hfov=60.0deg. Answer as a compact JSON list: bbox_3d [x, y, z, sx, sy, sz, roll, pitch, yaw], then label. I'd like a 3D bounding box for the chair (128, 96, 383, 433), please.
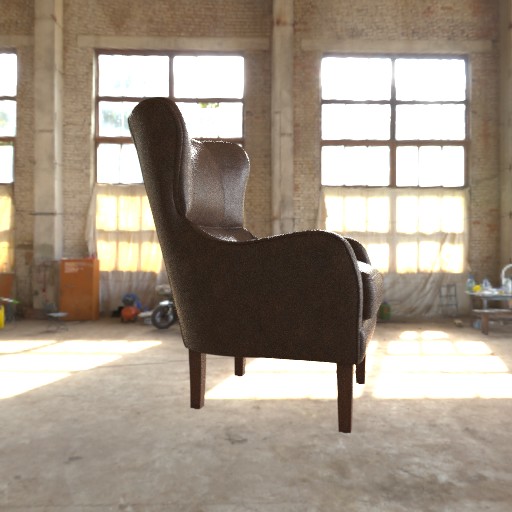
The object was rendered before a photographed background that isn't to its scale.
[{"bbox_3d":[0.000,0.000,1.679,0.914,1.048,0.692,0,0,18],"label":"chair"}]
